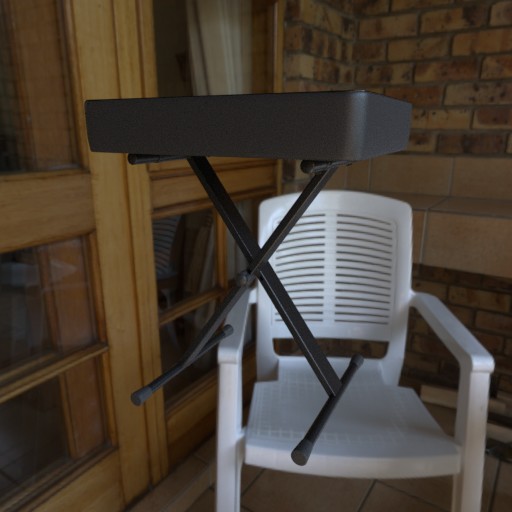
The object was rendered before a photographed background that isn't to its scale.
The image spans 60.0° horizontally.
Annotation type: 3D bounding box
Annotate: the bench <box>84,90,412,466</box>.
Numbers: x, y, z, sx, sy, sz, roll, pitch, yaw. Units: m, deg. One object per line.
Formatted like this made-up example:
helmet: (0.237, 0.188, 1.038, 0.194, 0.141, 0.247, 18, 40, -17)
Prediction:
bench: (0.000, 0.000, 0.760, 0.424, 0.500, 0.321, 8, 18, 26)
